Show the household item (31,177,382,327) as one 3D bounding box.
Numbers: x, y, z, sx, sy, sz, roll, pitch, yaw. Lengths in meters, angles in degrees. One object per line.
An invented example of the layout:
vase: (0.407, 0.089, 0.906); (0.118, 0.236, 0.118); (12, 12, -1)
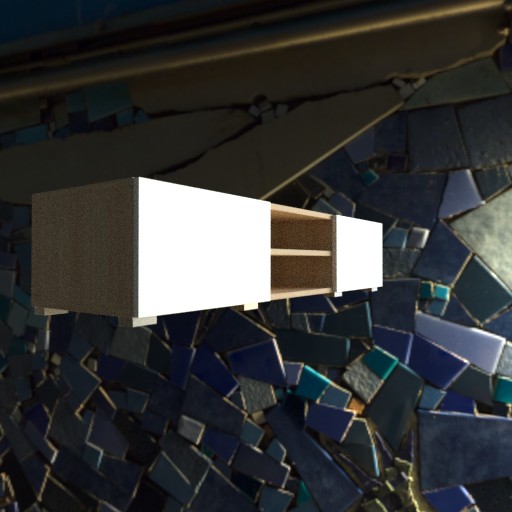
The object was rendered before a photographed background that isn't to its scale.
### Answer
household item: (0.000, 0.000, 1.590); (0.420, 0.310, 1.400); (0, -1, 36)
